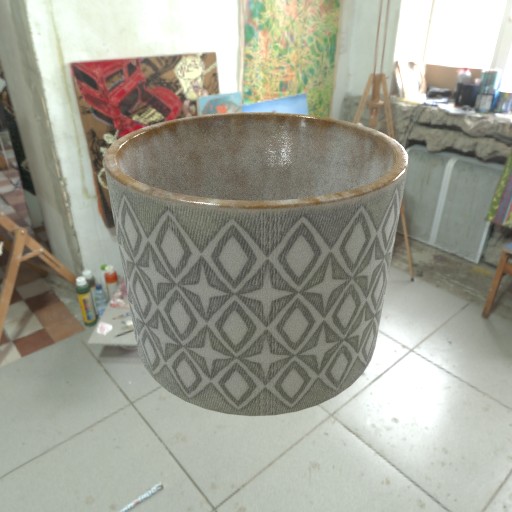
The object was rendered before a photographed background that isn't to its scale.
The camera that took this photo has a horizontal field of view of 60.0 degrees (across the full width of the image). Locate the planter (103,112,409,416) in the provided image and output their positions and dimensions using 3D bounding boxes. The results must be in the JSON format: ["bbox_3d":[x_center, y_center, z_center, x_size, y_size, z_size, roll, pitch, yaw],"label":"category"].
[{"bbox_3d":[0.000,0.000,0.441,0.255,0.223,0.255,0,31,0],"label":"planter"}]
